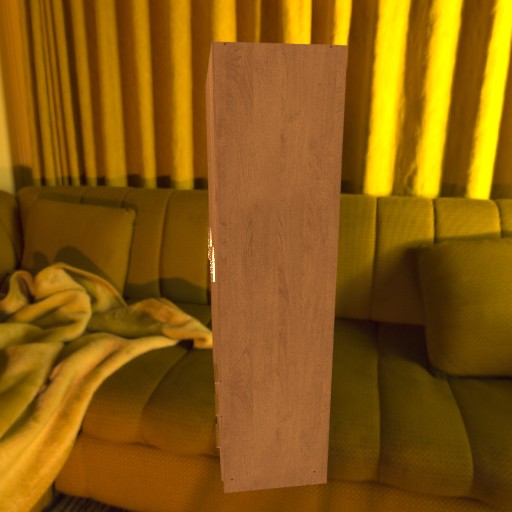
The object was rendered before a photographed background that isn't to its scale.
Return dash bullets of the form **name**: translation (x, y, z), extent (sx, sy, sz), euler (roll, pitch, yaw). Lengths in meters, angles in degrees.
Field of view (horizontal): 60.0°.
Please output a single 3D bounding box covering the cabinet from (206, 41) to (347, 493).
- **cabinet**: translation (0.000, 0.000, 2.450), extent (0.510, 1.910, 1.290), euler (-2, 15, -7)
